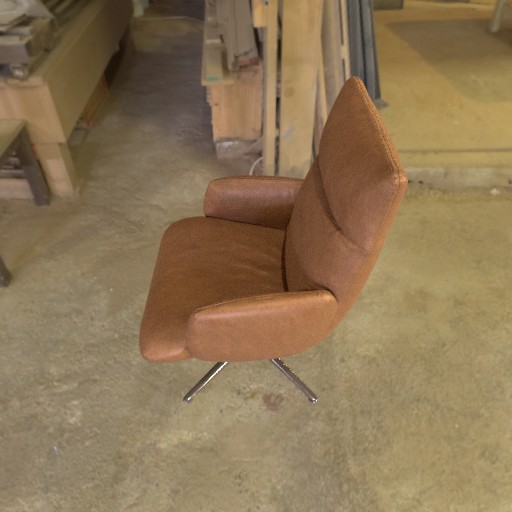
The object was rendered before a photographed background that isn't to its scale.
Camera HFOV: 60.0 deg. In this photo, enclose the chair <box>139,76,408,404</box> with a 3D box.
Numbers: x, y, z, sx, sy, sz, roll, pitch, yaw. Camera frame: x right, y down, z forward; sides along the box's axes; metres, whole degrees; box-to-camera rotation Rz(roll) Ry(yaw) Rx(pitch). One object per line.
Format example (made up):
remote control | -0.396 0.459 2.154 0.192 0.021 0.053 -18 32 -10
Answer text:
chair | 0.000 0.000 1.549 0.794 1.027 0.711 0 42 0
